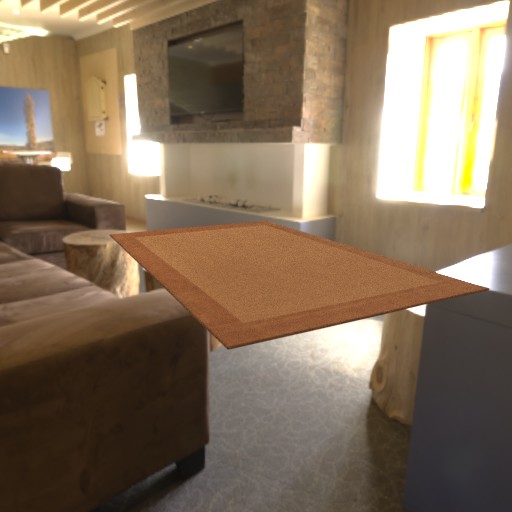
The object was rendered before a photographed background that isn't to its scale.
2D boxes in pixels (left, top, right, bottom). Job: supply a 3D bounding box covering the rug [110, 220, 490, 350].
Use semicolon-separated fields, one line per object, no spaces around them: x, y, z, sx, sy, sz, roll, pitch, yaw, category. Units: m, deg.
0.000;0.000;3.056;1.524;0.014;2.438;-7;16;-27;rug
